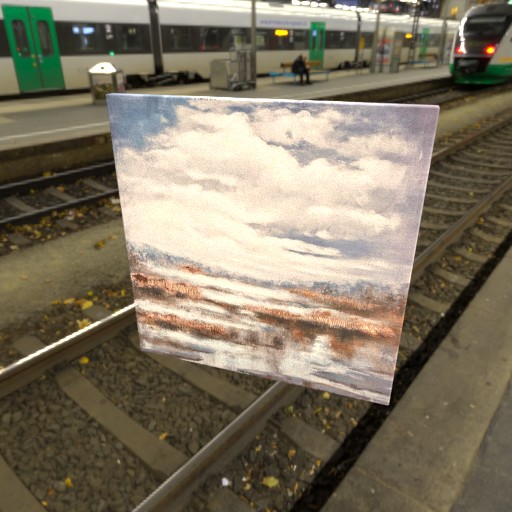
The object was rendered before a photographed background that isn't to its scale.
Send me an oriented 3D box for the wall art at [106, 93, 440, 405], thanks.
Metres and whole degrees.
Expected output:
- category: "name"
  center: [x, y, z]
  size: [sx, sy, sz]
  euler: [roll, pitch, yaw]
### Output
- category: "wall art"
  center: [0.000, 0.000, 1.338]
  size: [0.888, 0.897, 0.035]
  euler: [8, 27, 16]
